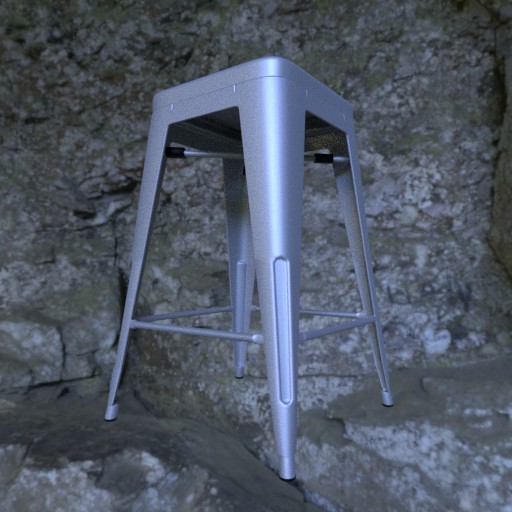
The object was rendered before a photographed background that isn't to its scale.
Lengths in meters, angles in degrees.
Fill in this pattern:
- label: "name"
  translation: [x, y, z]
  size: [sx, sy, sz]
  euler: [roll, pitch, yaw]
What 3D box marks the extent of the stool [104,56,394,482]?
- label: "stool"
  translation: [0.000, 0.000, 0.867]
  size: [0.406, 0.610, 0.406]
  euler: [-1, -2, 36]
